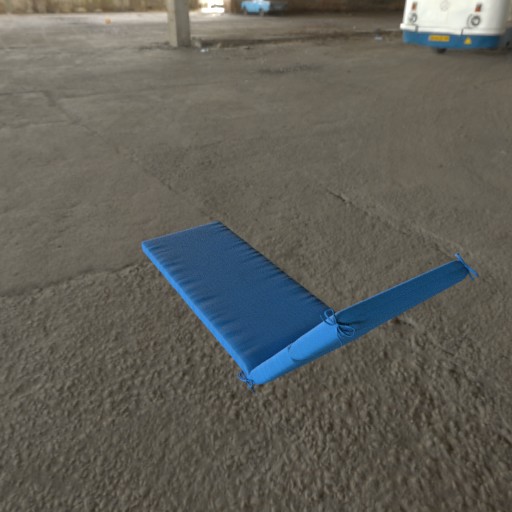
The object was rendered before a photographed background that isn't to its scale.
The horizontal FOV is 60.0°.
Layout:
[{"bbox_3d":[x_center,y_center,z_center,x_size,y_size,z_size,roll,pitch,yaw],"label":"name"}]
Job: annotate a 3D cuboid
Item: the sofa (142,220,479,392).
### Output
[{"bbox_3d":[0.000,0.000,1.945,0.582,0.622,1.663,-18,36,-28],"label":"sofa"}]
